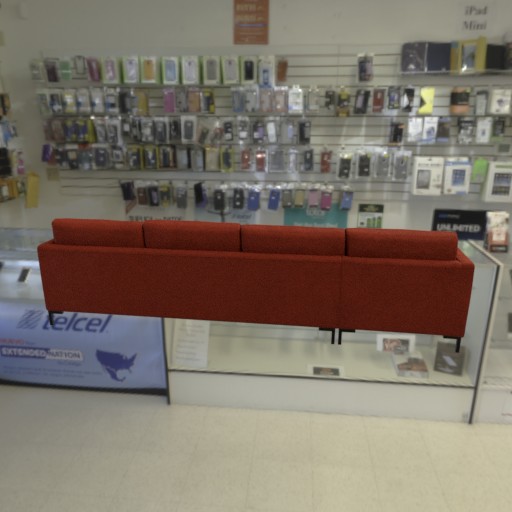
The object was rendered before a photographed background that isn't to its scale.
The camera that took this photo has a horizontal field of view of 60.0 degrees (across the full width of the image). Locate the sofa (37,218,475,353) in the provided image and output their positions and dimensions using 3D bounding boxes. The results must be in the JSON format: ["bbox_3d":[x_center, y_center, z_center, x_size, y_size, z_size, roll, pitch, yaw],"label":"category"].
[{"bbox_3d":[0.000,0.000,2.990,2.467,0.663,1.136,2,18,8],"label":"sofa"}]
